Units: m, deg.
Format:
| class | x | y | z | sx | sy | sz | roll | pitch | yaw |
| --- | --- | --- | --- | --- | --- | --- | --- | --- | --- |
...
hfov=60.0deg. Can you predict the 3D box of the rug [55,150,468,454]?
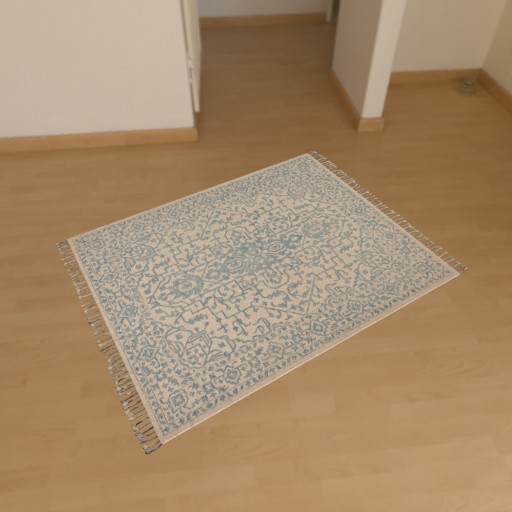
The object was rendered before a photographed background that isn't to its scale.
| class | x | y | z | sx | sy | sz | roll | pitch | yaw |
| --- | --- | --- | --- | --- | --- | --- | --- | --- | --- |
| rug | 0.000 | 0.000 | 4.373 | 3.327 | 0.010 | 2.464 | -24 | 50 | -22 |
